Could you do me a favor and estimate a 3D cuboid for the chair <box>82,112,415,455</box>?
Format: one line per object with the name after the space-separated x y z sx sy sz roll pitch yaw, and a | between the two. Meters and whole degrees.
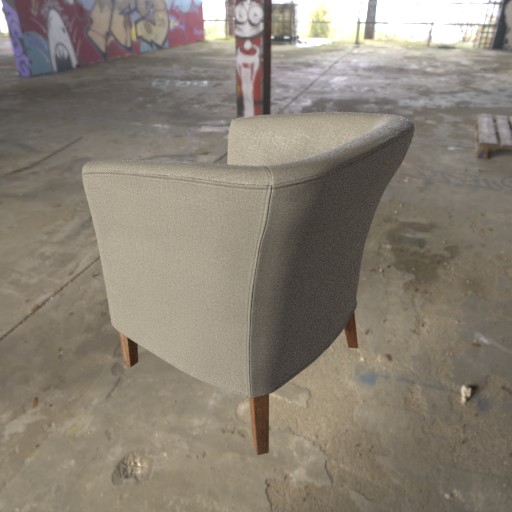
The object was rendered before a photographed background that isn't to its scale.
0.000 0.000 1.232 0.668 0.771 0.600 22 37 32 | chair
